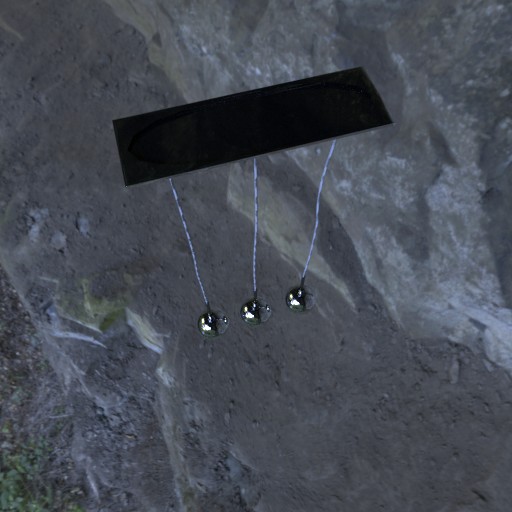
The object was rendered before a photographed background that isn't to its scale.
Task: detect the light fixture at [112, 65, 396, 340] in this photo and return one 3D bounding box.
[{"bbox_3d":[0.000,0.000,1.634,0.623,1.408,0.188,-15,65,-7],"label":"light fixture"}]
